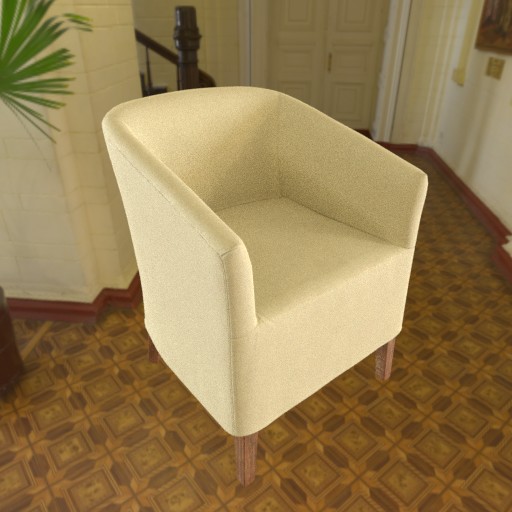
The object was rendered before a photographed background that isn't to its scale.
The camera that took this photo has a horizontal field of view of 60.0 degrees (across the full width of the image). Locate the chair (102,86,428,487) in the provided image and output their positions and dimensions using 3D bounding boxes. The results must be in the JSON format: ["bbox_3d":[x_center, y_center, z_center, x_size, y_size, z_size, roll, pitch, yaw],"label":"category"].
[{"bbox_3d":[0.000,0.000,1.261,0.643,0.822,0.657,-22,36,-34],"label":"chair"}]
